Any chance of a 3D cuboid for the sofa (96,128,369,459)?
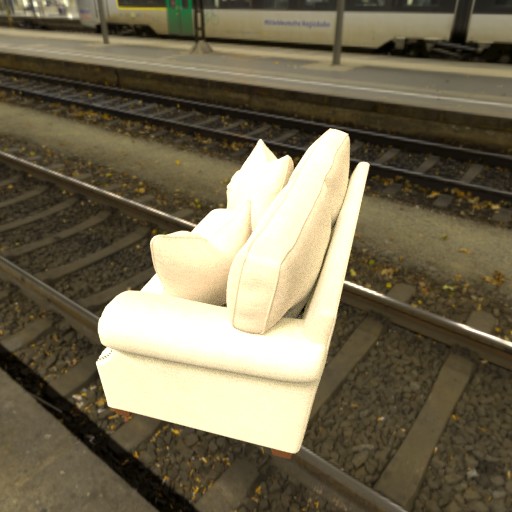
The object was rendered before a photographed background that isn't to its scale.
[{"bbox_3d":[0.000,0.000,2.271,0.966,0.966,1.701,8,31,14],"label":"sofa"}]
